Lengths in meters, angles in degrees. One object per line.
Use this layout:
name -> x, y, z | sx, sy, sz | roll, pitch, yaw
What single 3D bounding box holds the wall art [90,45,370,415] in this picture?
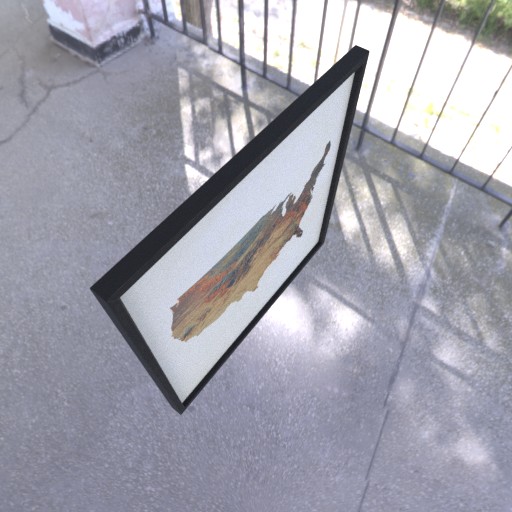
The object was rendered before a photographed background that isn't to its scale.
wall art -> 0.000, 0.000, 0.452 | 0.015, 0.303, 0.304 | 33, 64, 19
